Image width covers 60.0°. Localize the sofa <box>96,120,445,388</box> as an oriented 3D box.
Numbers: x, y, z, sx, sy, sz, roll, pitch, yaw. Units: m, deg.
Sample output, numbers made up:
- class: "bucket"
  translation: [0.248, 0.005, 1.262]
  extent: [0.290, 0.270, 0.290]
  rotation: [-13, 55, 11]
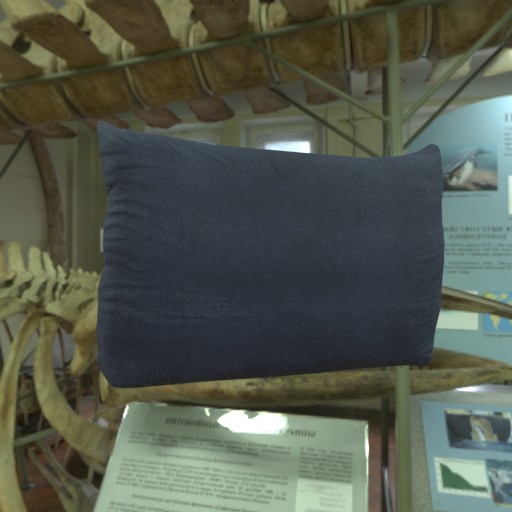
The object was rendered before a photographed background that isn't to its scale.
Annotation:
- class: "sofa"
  translation: [0.000, 0.000, 1.658]
  extent: [1.122, 0.778, 0.849]
  rotation: [0, -1, -18]
